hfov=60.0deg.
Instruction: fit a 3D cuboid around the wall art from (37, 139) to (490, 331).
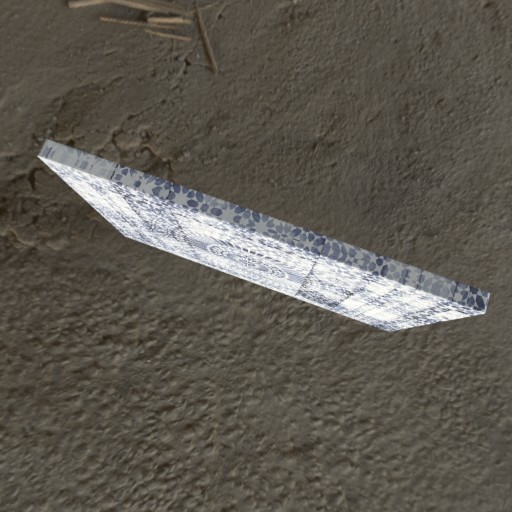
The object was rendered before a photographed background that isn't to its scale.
[{"bbox_3d":[0.000,0.000,0.765,0.608,0.406,0.030,20,78,4],"label":"wall art"}]
